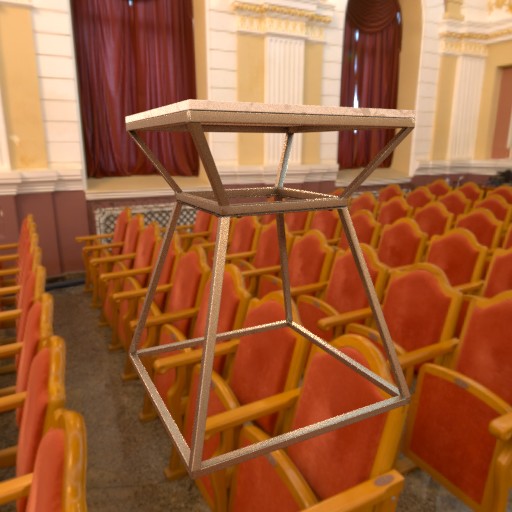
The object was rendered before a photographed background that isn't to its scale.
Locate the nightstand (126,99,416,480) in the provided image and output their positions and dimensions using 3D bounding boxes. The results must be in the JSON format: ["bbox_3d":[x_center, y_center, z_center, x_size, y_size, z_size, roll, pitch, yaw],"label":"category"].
[{"bbox_3d":[0.000,0.000,0.906,0.455,0.554,0.455,-7,16,-26],"label":"nightstand"}]
